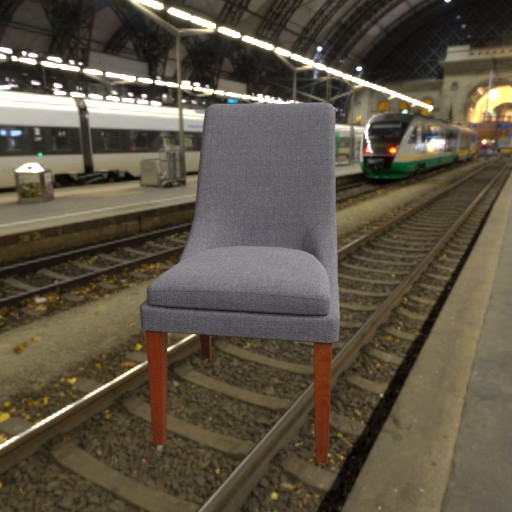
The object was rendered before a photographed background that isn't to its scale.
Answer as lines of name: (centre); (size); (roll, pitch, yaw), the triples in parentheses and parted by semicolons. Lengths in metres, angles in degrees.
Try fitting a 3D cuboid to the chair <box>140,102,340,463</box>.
chair: (0.000, 0.000, 1.384); (0.508, 0.952, 0.655); (2, 14, 9)
